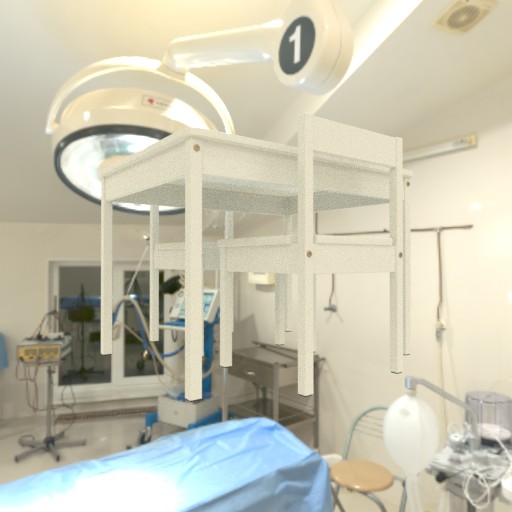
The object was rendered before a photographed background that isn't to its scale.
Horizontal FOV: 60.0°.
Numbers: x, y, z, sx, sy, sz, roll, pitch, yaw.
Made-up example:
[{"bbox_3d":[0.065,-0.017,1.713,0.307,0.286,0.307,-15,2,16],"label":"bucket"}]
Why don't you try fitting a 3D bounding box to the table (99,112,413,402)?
[{"bbox_3d":[0.000,0.000,1.131,0.650,0.503,0.672,0,-1,-37],"label":"table"}]
